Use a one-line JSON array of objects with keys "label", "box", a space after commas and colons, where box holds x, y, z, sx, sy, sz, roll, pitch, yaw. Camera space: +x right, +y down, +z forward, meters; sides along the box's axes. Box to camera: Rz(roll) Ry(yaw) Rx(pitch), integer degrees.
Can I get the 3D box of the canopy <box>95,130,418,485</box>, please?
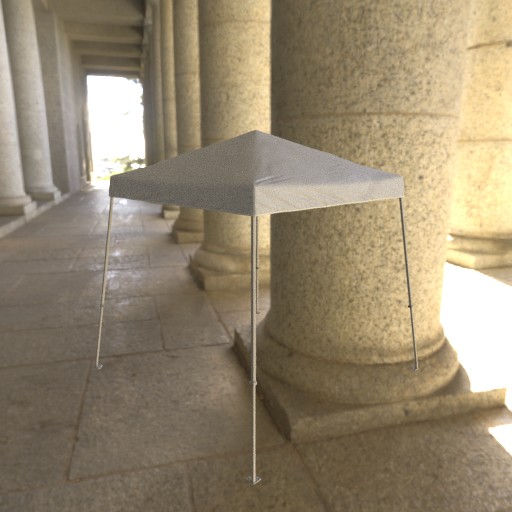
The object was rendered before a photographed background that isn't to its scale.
[{"label": "canopy", "box": [0.000, 0.000, 6.569, 3.600, 3.600, 3.599, -12, 18, -43]}]
